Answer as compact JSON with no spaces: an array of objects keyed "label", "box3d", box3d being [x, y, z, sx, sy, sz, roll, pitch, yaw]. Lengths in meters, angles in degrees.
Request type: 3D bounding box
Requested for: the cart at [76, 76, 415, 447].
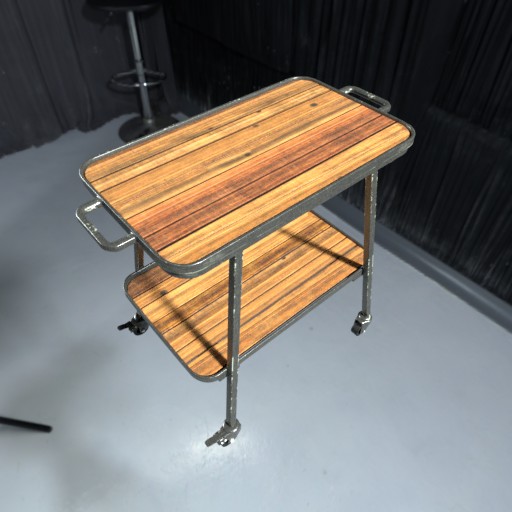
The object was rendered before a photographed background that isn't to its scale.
[{"label":"cart","box3d":[0.000,0.000,1.240,0.806,0.700,0.515,-32,54,-26]}]
